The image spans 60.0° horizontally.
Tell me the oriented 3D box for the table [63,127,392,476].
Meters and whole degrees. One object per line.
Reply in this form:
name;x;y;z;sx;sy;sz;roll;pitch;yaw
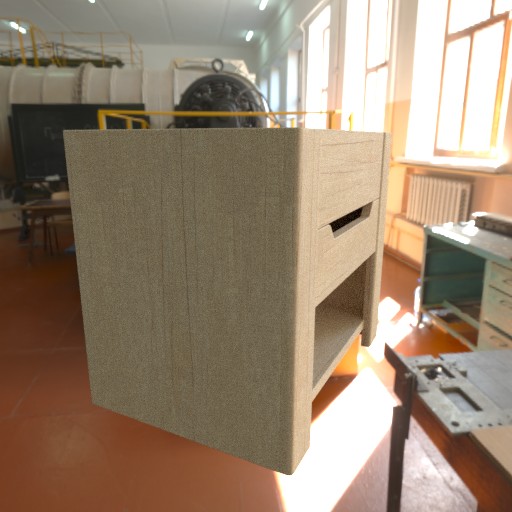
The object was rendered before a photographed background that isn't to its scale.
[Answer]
table;0.000;0.000;0.943;0.420;0.510;0.570;8;17;27
